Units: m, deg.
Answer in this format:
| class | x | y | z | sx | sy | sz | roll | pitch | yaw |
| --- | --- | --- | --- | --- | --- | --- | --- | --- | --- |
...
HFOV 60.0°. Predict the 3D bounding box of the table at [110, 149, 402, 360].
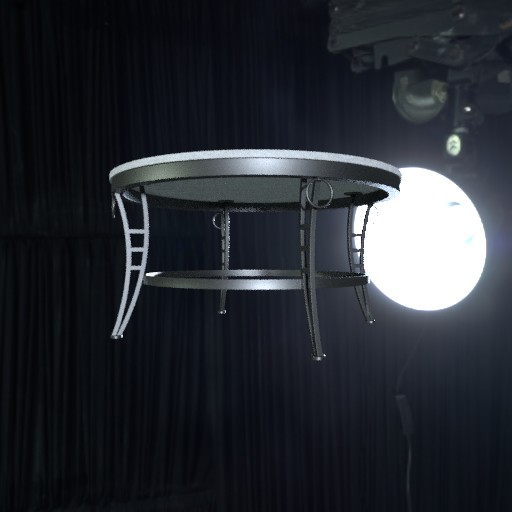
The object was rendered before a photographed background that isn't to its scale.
| class | x | y | z | sx | sy | sz | roll | pitch | yaw |
| --- | --- | --- | --- | --- | --- | --- | --- | --- | --- |
| table | 0.000 | 0.000 | 1.417 | 0.889 | 0.470 | 0.889 | 0 | 0 | 0 |
